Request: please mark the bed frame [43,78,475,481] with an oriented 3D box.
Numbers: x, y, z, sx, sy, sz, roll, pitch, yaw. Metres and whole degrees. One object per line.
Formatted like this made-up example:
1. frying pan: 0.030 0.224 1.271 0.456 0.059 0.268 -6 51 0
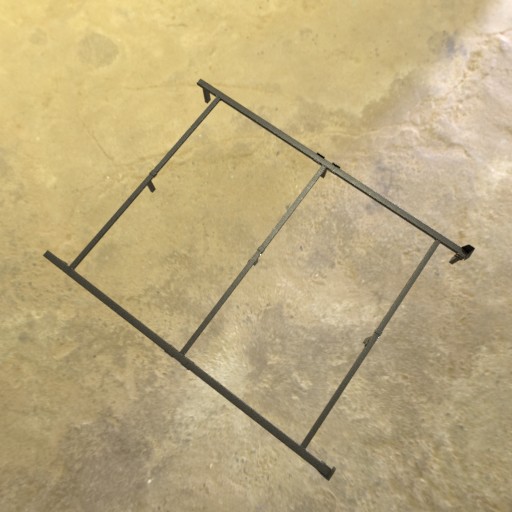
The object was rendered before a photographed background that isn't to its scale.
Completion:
1. bed frame: 0.000 0.000 2.628 1.990 0.248 1.498 35 78 9
